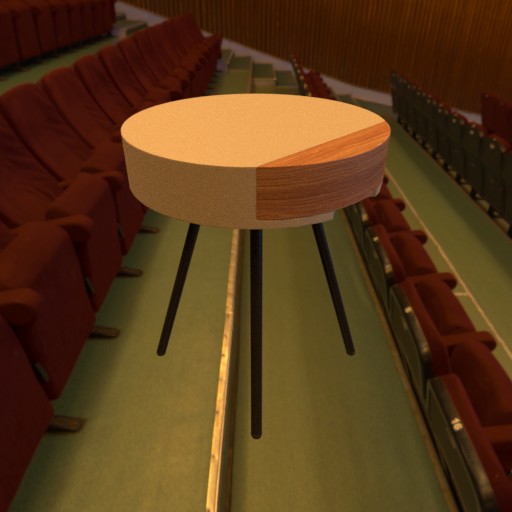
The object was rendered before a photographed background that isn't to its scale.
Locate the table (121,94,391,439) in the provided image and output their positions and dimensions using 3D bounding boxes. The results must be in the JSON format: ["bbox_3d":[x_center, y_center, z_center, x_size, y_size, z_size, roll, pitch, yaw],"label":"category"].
[{"bbox_3d":[0.000,0.000,0.872,0.450,0.525,0.450,0,32,0],"label":"table"}]
